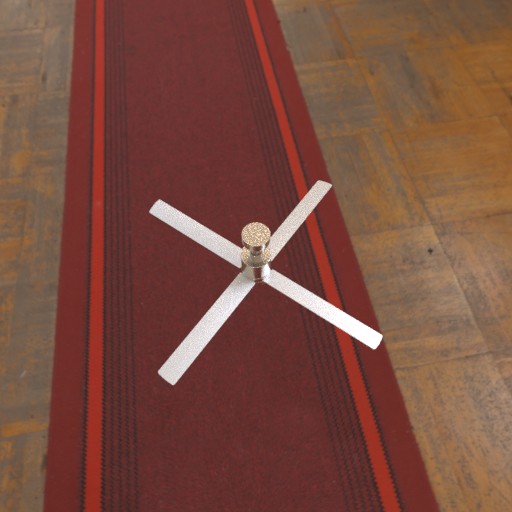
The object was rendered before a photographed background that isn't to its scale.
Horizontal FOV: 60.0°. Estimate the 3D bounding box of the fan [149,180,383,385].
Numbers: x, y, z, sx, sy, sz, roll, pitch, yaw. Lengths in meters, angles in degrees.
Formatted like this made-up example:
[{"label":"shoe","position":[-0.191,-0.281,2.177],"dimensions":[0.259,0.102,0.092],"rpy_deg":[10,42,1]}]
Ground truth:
[{"label":"fan","position":[0.000,0.000,2.044],"dimensions":[1.322,0.355,1.322],"rpy_deg":[31,63,18]}]
